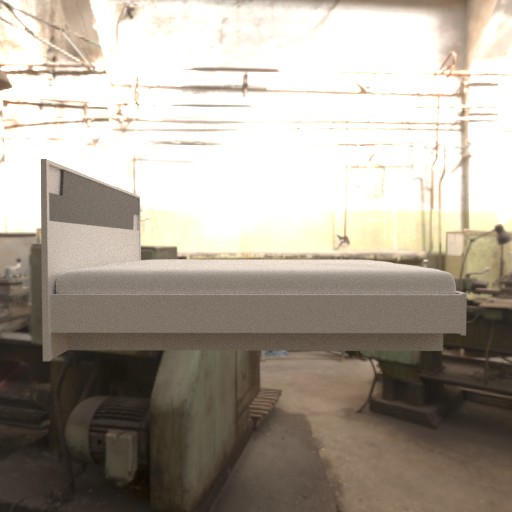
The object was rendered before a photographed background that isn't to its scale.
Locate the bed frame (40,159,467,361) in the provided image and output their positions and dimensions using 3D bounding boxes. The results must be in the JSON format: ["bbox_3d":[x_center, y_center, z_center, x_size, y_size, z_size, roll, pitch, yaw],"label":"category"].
[{"bbox_3d":[0.000,0.000,3.031,2.100,1.001,1.711,0,2,1],"label":"bed frame"}]
